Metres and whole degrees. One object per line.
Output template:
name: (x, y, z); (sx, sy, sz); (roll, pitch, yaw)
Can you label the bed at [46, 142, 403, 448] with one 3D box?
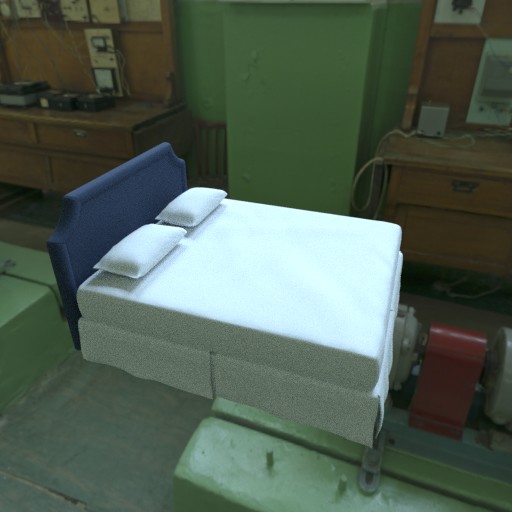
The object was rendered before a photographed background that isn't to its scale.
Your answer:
bed: (0.000, 0.000, 4.227); (2.773, 1.488, 2.350); (10, 32, 17)
